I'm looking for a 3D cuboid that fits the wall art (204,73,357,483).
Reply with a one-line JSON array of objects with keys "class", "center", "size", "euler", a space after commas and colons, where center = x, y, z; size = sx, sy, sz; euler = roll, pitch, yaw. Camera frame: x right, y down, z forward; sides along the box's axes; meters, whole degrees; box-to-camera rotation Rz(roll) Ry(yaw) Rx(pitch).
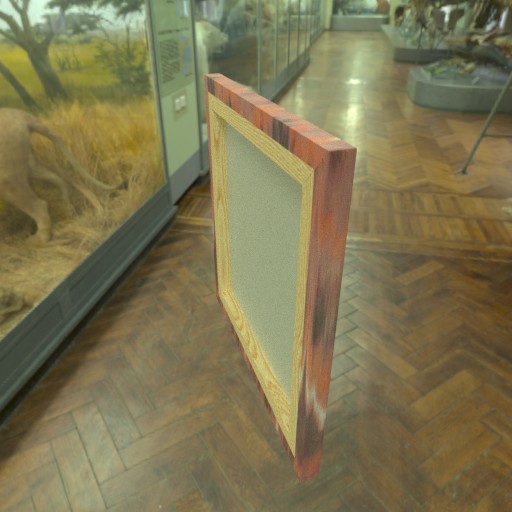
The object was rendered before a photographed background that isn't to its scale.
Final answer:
[{"class": "wall art", "center": [0.000, 0.000, 0.895], "size": [0.037, 0.609, 0.603], "euler": [-10, 32, -16]}]
